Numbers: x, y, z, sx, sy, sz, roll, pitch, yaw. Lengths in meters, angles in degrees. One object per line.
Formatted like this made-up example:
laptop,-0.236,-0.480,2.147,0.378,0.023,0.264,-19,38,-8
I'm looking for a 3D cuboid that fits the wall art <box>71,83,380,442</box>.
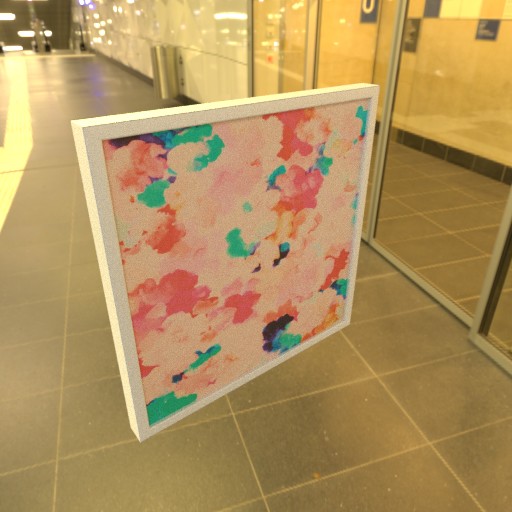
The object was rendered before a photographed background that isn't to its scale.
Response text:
wall art,0.000,0.000,0.750,0.506,0.505,0.038,-21,35,-33
